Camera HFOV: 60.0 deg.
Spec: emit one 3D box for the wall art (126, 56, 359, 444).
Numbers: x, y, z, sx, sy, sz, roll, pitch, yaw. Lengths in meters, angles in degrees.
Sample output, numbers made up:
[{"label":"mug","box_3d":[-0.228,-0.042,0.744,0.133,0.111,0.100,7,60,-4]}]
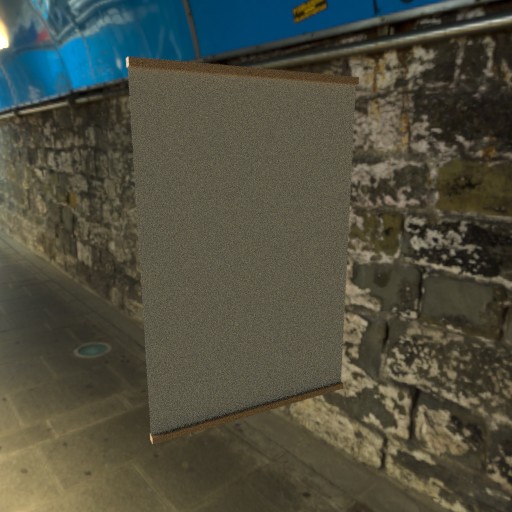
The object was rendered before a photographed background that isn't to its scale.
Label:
[{"label":"wall art","box_3d":[0.000,0.000,1.294,0.669,1.020,0.027,-7,15,-26]}]
